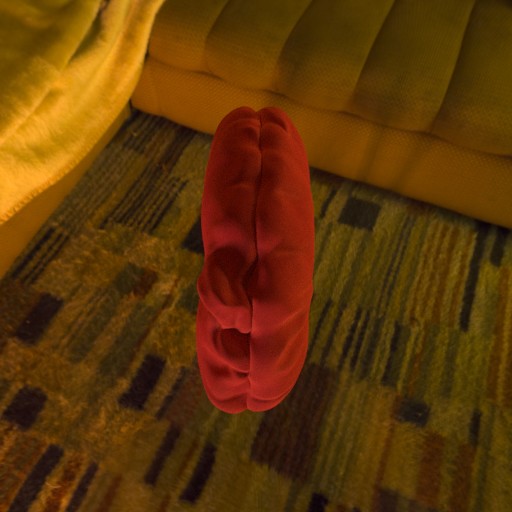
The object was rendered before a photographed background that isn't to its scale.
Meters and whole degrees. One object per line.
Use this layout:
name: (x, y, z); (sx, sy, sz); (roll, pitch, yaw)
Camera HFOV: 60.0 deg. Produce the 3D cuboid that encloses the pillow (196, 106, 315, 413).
pillow: (0.000, 0.000, 0.641); (0.148, 0.407, 0.428); (2, 59, 1)
